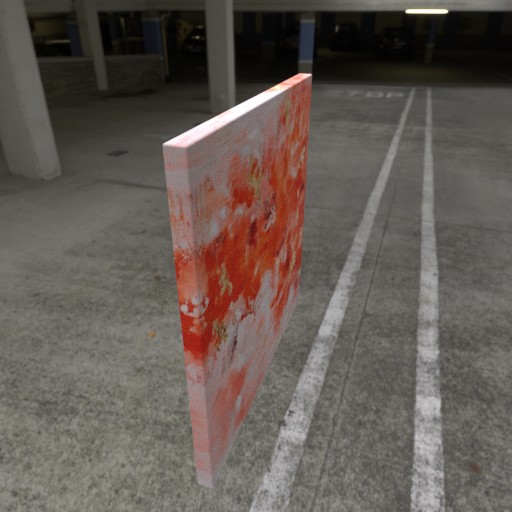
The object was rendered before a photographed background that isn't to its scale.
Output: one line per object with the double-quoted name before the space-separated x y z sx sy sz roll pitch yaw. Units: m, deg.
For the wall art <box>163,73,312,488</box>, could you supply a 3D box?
"wall art" 0.000 0.000 1.086 0.064 0.746 0.747 10 31 17
